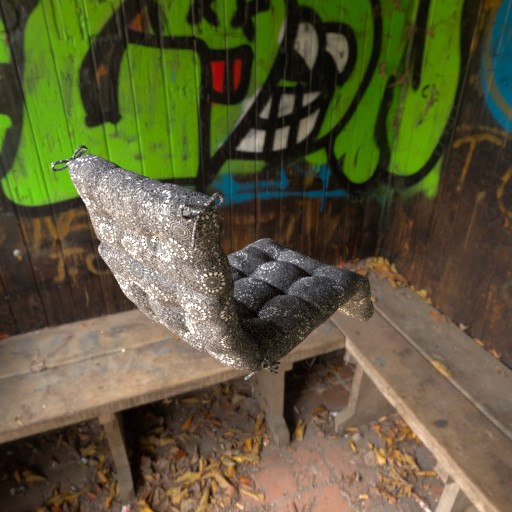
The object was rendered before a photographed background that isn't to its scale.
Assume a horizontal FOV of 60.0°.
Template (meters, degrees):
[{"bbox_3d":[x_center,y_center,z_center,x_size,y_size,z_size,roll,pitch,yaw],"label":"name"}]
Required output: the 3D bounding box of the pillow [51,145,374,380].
[{"bbox_3d":[0.000,0.000,1.500,0.526,0.863,1.016,23,37,34],"label":"pillow"}]
